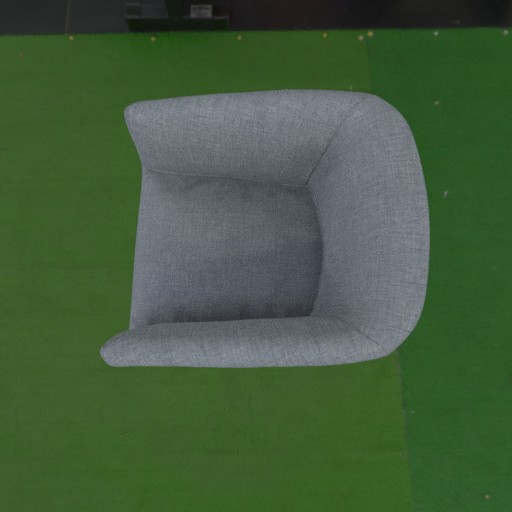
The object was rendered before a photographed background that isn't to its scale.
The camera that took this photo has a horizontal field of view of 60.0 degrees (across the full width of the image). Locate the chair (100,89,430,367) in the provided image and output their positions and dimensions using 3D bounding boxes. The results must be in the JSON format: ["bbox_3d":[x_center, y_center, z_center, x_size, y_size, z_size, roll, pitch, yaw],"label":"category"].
[{"bbox_3d":[0.000,0.000,1.221,0.668,0.771,0.600,1,76,0],"label":"chair"}]
